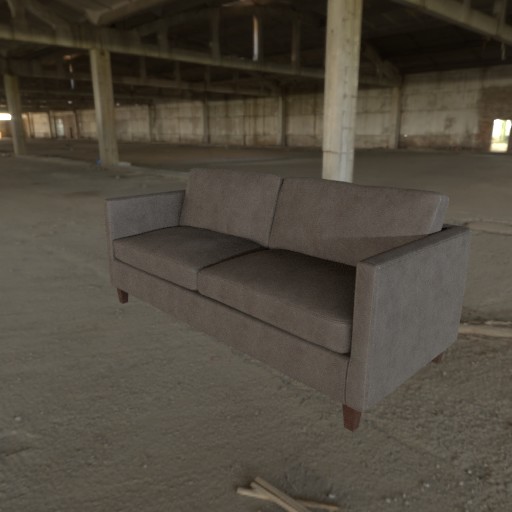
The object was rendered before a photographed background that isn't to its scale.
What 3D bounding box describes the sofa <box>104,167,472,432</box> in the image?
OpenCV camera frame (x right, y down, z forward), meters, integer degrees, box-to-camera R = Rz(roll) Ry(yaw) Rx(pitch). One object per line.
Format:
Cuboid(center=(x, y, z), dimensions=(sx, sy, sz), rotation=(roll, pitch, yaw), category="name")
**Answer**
Cuboid(center=(0.000, 0.000, 2.746), dimensions=(0.951, 0.965, 2.208), rotation=(-15, 22, -42), category="sofa")
